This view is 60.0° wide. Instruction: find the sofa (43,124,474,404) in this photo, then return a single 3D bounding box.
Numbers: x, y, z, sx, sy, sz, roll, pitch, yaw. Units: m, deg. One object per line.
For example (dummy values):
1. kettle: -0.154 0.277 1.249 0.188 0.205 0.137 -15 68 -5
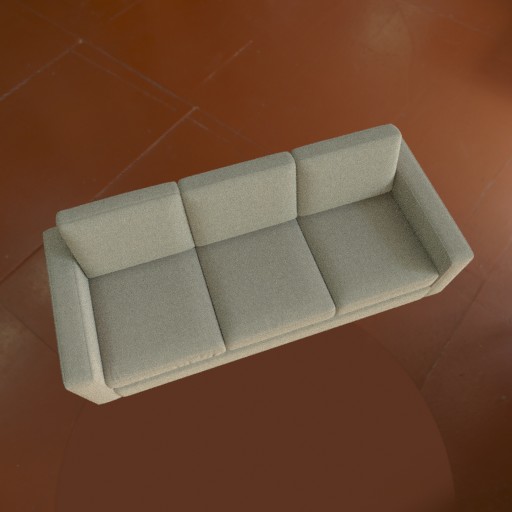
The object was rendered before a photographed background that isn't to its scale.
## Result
1. sofa: 0.000 0.000 2.501 2.160 0.800 0.900 -17 65 -8
